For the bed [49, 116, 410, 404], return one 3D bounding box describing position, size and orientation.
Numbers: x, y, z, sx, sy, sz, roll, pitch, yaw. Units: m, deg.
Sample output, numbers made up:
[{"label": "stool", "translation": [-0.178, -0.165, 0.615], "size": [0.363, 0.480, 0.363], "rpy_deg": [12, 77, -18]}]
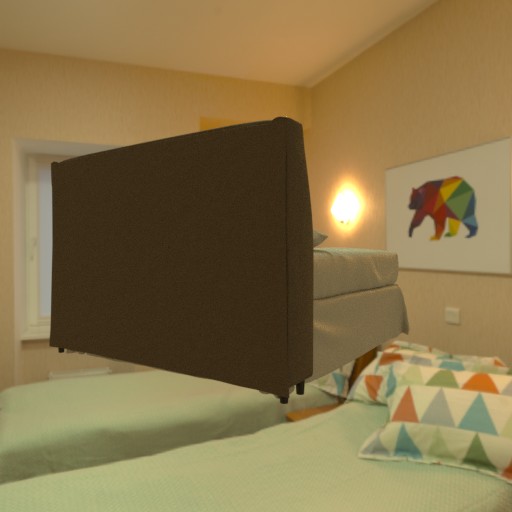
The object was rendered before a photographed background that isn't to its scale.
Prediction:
[{"label": "bed", "translation": [0.000, 0.000, 3.446], "size": [1.925, 1.332, 2.276], "rpy_deg": [1, 1, 34]}]
